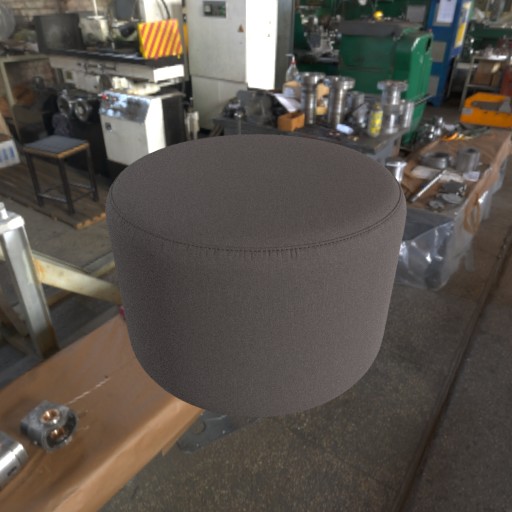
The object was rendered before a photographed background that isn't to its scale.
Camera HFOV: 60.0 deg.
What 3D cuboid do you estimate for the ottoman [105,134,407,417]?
[{"bbox_3d":[0.000,0.000,1.008,0.608,0.433,0.608,0,31,0],"label":"ottoman"}]
